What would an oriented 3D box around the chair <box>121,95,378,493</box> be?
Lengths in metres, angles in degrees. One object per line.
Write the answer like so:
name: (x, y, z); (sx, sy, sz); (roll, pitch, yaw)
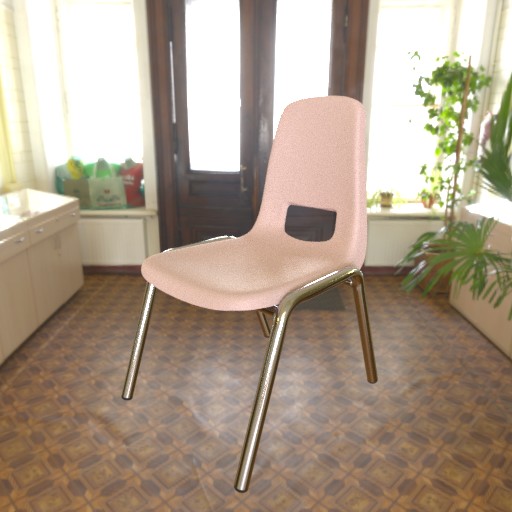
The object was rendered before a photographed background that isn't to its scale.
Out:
chair: (0.000, 0.000, 0.836); (0.354, 0.586, 0.423); (15, 22, 42)
